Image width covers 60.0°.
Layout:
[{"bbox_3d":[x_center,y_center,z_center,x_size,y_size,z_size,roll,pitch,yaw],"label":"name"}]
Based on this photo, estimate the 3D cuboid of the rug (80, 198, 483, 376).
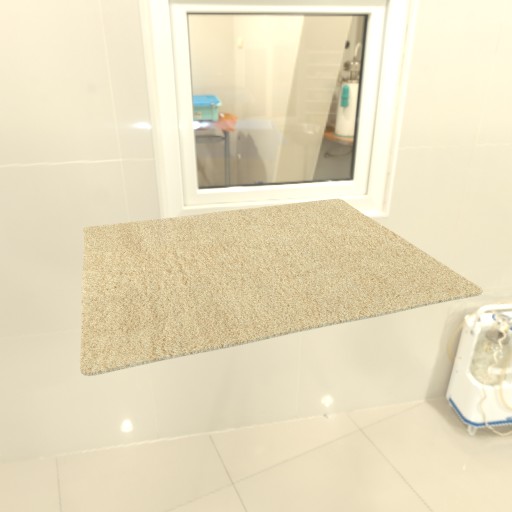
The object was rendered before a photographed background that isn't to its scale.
[{"bbox_3d":[0.000,0.000,4.054,3.001,0.025,2.401,-8,27,-17],"label":"rug"}]
